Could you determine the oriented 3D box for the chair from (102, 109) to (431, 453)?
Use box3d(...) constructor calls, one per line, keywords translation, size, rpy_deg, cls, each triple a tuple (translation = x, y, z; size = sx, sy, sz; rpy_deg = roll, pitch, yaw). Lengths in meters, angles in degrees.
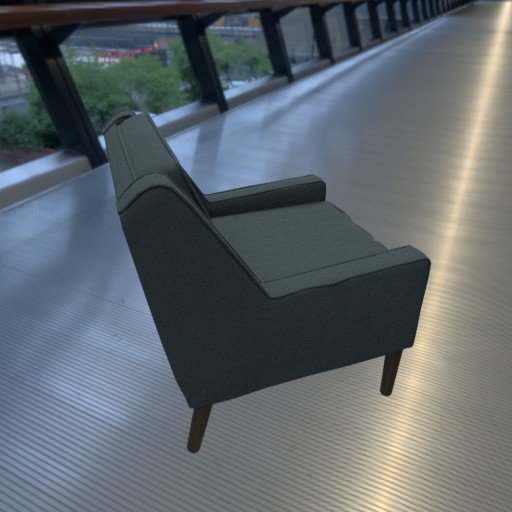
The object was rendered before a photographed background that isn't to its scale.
box3d(translation=(0.000, 0.000, 1.301), size=(0.733, 0.780, 0.663), rpy_deg=(-10, 31, -17), cls="chair")
